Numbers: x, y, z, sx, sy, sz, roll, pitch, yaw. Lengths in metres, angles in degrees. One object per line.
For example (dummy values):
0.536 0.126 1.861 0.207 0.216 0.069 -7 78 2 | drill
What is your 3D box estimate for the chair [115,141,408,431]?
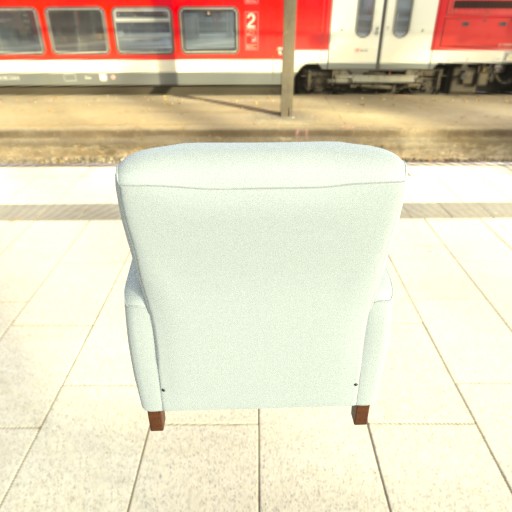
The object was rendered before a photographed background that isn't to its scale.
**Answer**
0.000 0.000 1.594 0.853 1.007 0.846 -1 30 -2 | chair
